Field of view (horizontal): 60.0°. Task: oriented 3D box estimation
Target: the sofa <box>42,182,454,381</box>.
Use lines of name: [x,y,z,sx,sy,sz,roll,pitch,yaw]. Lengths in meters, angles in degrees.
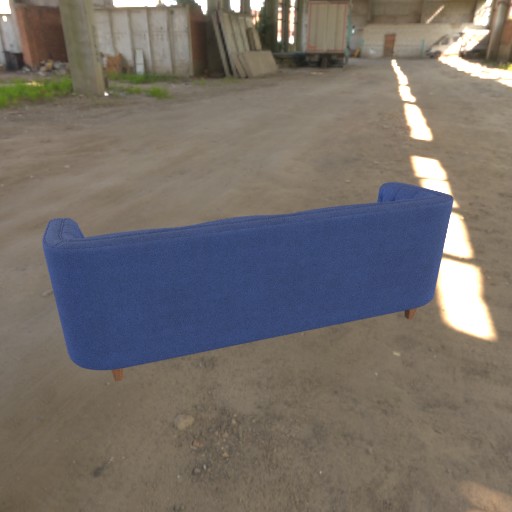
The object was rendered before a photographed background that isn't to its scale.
sofa: [0.000,0.000,2.633,2.235,0.787,0.914,-8,28,-16]
